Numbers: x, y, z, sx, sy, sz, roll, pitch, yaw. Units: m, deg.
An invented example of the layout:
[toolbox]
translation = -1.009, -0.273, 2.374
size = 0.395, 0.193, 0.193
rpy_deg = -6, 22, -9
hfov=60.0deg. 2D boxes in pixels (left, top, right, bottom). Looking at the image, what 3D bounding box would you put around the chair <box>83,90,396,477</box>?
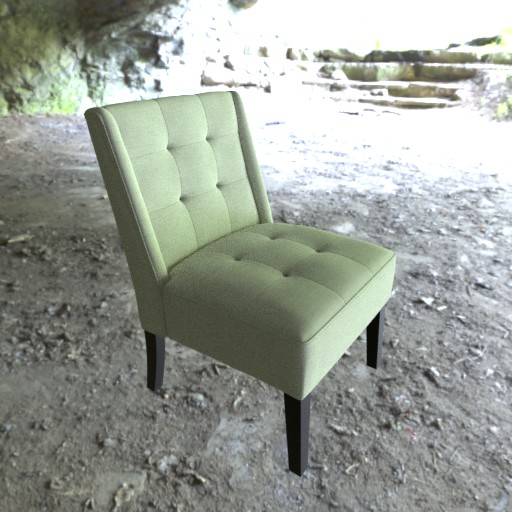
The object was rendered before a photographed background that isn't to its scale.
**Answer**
[chair]
translation = 0.000, 0.000, 1.297
size = 0.676, 0.853, 0.569
rpy_deg = 17, 30, 32
